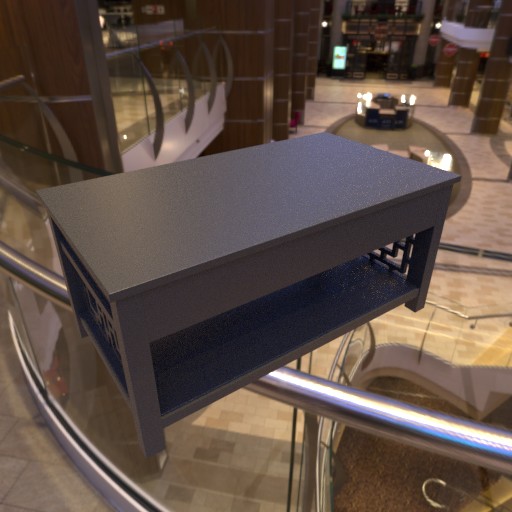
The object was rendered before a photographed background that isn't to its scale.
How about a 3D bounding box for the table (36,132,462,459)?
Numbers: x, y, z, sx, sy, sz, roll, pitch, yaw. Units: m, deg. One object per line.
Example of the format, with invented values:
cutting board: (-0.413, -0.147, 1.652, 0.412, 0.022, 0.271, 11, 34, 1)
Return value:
table: (0.000, 0.000, 1.398, 1.068, 0.493, 0.612, -19, 36, -30)
